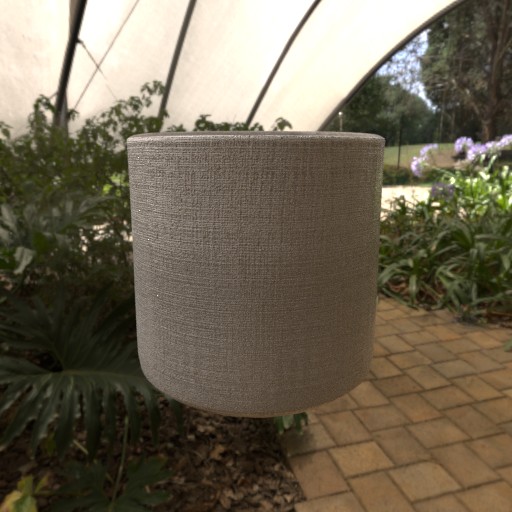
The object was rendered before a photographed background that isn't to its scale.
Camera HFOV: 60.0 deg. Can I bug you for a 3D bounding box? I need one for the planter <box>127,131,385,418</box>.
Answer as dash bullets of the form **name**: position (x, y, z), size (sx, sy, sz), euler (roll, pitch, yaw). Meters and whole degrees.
- **planter**: position (0.000, 0.000, 0.298), size (0.160, 0.156, 0.160), euler (0, 13, 0)
